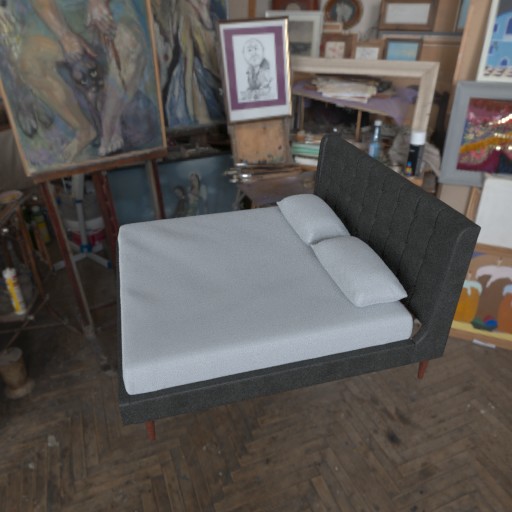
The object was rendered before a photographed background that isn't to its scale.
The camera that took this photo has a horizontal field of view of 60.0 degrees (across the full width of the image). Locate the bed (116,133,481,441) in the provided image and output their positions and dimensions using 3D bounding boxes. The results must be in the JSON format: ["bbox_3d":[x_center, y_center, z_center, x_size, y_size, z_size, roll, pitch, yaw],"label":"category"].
[{"bbox_3d":[0.000,0.000,3.236,2.031,1.158,1.903,-8,32,-13],"label":"bed"}]
